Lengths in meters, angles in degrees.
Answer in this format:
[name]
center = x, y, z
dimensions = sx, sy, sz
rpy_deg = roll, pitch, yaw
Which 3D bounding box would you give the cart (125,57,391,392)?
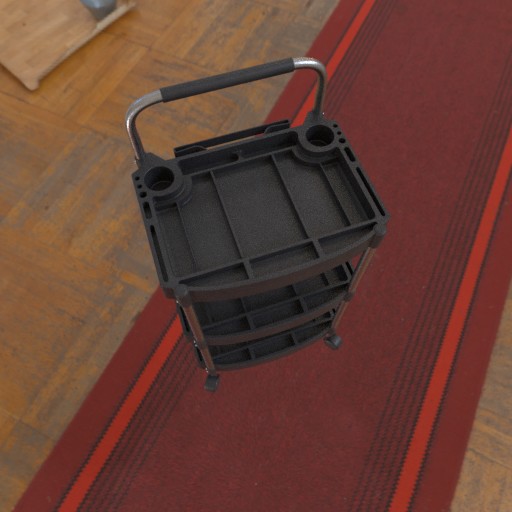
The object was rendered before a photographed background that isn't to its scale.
[cart]
center = 0.000, 0.000, 1.396
dimensions = 0.584, 1.075, 0.518
rpy_deg = -17, 64, -8
